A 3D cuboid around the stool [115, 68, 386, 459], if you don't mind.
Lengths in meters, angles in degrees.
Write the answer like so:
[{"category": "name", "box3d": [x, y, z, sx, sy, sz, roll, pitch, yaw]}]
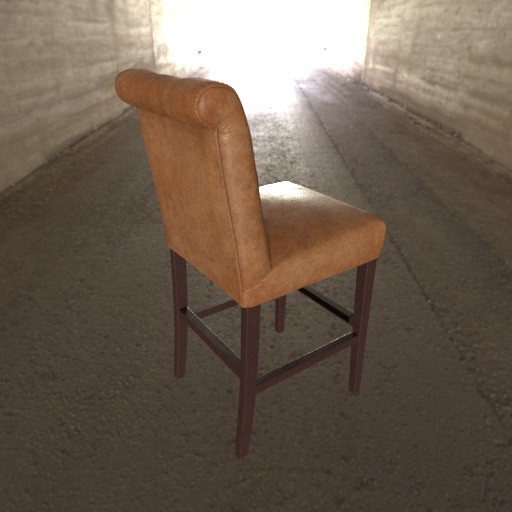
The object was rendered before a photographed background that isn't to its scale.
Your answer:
[{"category": "stool", "box3d": [0.000, 0.000, 1.342, 0.601, 1.047, 0.493, -18, 32, -31]}]
